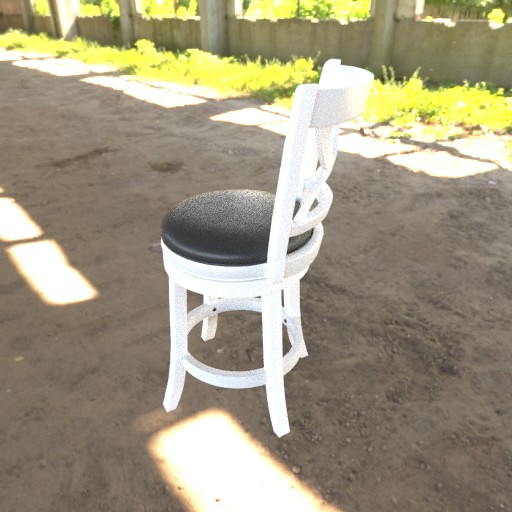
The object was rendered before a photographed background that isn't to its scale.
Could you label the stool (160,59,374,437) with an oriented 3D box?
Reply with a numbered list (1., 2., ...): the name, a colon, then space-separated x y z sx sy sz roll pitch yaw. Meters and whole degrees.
1. stool: 0.000 0.000 1.208 0.508 0.953 0.444 7 30 13
